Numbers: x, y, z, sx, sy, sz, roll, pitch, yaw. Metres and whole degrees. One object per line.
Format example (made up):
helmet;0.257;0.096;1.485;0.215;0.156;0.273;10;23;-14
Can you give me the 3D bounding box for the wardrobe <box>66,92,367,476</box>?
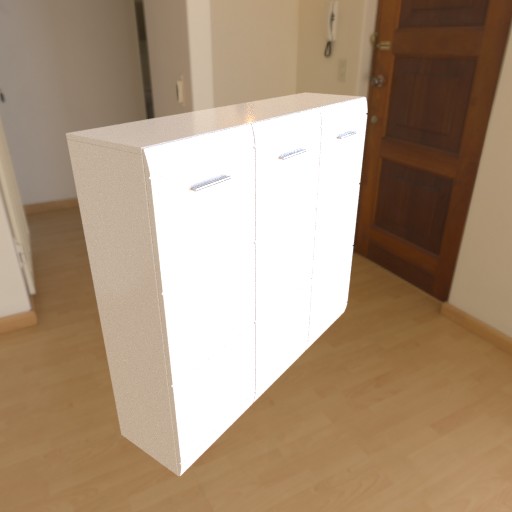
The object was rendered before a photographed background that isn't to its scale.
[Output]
wardrobe;0.000;0.000;1.913;0.360;1.200;1.340;18;31;32
